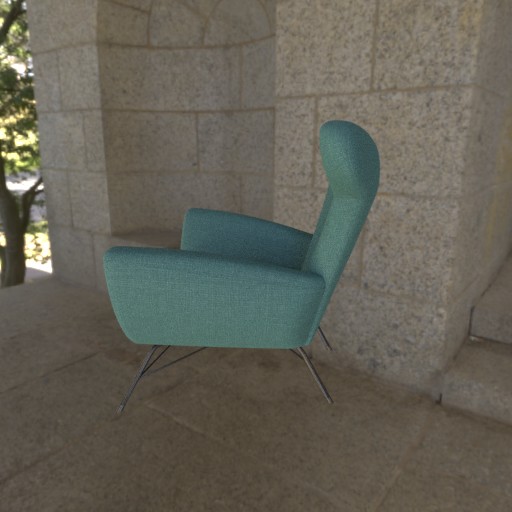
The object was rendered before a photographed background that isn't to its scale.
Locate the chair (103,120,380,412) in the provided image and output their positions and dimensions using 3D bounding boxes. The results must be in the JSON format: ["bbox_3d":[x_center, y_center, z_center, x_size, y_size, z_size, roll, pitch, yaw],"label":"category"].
[{"bbox_3d":[0.000,0.000,1.750,0.900,0.980,1.050,2,14,8],"label":"chair"}]
